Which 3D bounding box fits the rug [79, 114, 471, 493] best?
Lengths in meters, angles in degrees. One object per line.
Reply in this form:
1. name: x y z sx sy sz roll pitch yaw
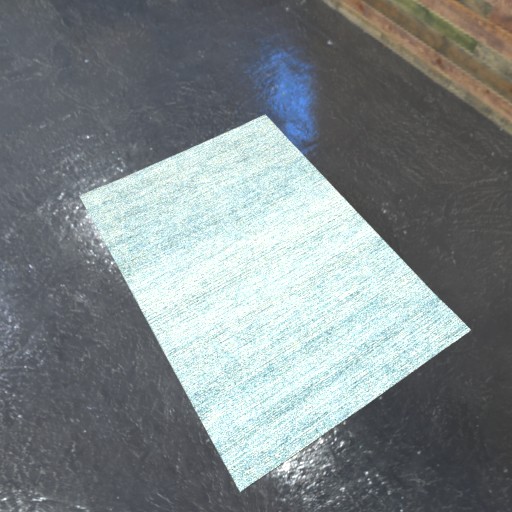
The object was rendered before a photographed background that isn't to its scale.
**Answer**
1. rug: 0.000 0.000 2.915 1.611 0.026 2.260 -28 62 -17
